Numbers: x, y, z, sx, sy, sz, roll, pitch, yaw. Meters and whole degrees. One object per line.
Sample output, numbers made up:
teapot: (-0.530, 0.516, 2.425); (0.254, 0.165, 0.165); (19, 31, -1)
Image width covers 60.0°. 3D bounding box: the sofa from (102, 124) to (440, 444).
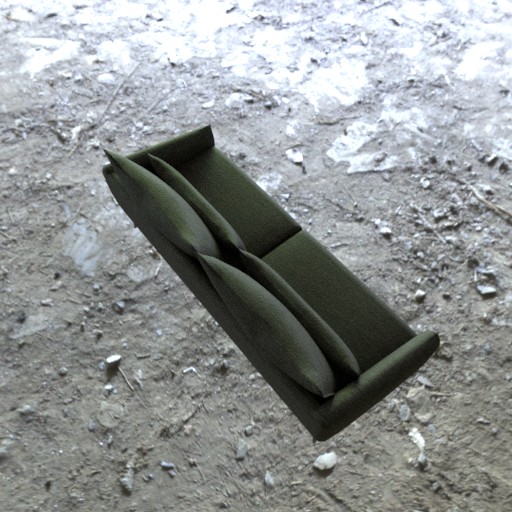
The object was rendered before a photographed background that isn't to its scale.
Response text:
sofa: (0.000, 0.000, 2.509); (0.807, 0.843, 2.019); (-35, 65, -19)
